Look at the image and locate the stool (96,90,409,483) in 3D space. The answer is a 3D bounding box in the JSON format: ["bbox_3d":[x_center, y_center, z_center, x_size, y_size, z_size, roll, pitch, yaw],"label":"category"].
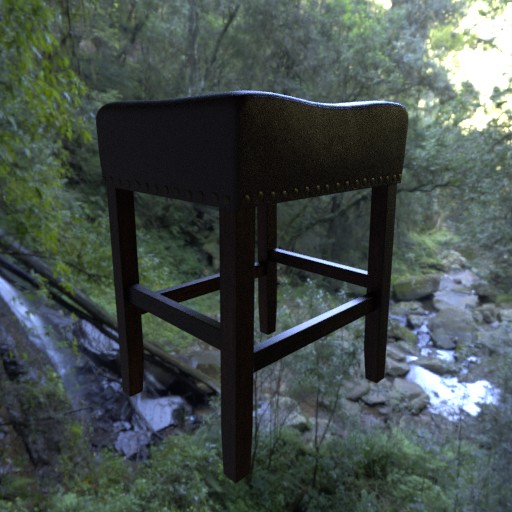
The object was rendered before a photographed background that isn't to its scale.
[{"bbox_3d":[0.000,0.000,0.922,0.465,0.608,0.397,-15,22,-42],"label":"stool"}]
